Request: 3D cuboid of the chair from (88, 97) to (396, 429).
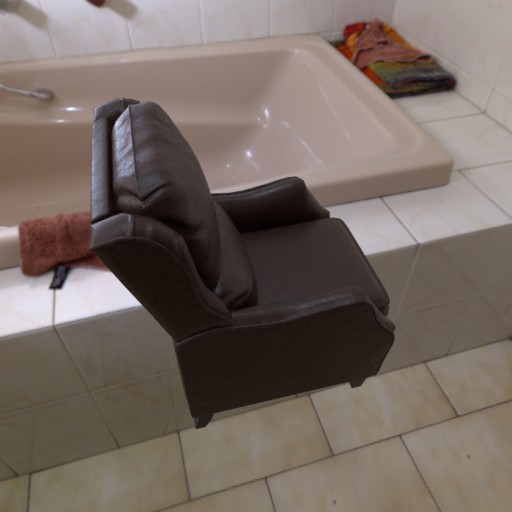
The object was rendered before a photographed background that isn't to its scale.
[{"bbox_3d":[0.000,0.000,1.701,0.982,1.132,0.770,-10,46,-10],"label":"chair"}]
